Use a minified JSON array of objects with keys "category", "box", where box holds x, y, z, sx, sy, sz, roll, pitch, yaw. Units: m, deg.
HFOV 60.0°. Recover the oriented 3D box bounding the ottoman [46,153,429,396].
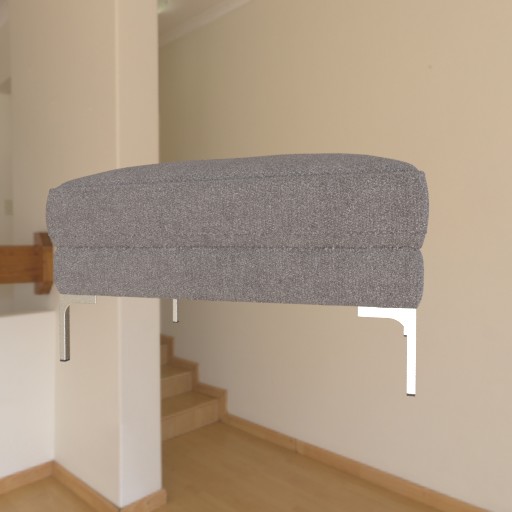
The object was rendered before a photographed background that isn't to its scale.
[{"category":"ottoman","box":[0.000,0.000,1.125,0.785,0.464,0.583,0,2,18]}]
